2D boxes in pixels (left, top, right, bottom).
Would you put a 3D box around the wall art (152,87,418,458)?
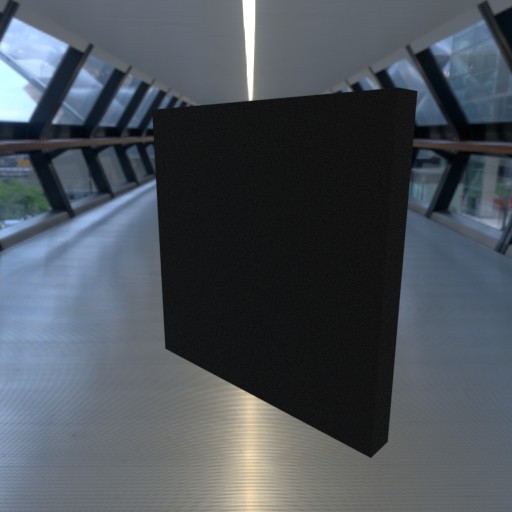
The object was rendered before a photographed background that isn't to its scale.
[{"bbox_3d":[0.000,0.000,0.464,0.308,0.305,0.030,13,19,42],"label":"wall art"}]
